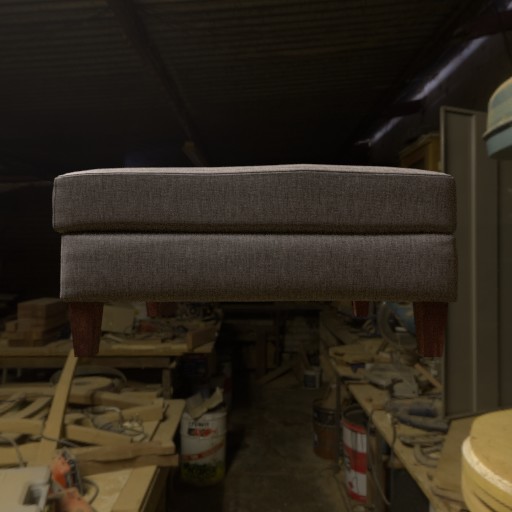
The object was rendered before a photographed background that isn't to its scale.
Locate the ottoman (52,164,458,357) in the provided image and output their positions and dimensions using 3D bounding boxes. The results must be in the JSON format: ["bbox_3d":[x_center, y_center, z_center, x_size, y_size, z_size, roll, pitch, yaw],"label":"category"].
[{"bbox_3d":[0.000,0.000,1.460,0.994,0.492,0.839,0,0,0],"label":"ottoman"}]
